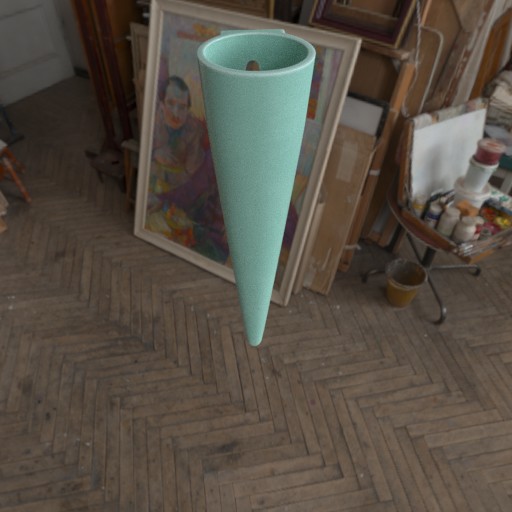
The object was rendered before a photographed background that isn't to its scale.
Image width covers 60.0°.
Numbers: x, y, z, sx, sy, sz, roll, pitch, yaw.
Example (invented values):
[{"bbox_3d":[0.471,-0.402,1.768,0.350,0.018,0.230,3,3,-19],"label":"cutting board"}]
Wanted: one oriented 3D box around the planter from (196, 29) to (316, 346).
[{"bbox_3d":[0.000,0.000,0.297,0.054,0.268,0.055,-3,45,-3],"label":"planter"}]
